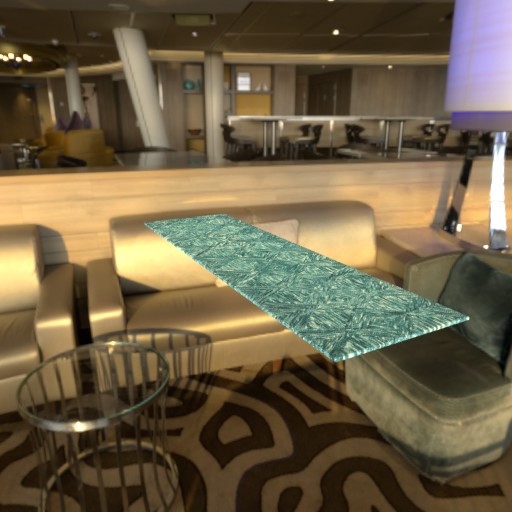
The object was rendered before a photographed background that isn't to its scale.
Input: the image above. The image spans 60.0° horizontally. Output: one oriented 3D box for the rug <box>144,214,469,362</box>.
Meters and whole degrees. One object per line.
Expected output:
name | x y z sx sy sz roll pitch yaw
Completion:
rug | 0.000 0.000 2.557 0.676 0.016 2.286 -9 19 -28
